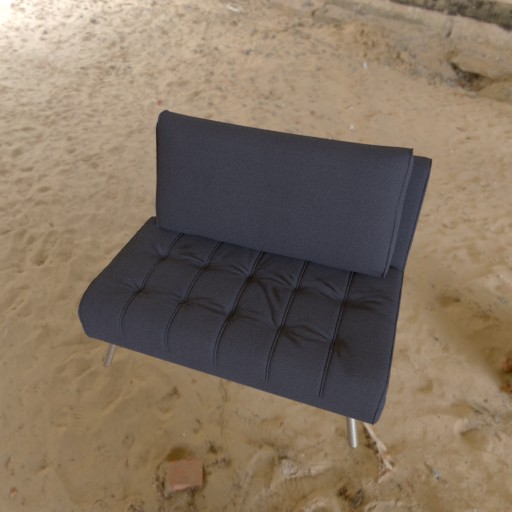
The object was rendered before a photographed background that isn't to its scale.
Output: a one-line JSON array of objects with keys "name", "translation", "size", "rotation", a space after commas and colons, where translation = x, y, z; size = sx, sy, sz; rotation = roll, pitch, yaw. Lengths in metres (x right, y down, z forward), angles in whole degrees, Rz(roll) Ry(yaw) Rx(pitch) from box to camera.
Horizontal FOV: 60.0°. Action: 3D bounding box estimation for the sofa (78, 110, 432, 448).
[{"name": "sofa", "translation": [0.000, 0.000, 1.850], "size": [1.220, 0.910, 0.910], "rotation": [13, 43, 14]}]
